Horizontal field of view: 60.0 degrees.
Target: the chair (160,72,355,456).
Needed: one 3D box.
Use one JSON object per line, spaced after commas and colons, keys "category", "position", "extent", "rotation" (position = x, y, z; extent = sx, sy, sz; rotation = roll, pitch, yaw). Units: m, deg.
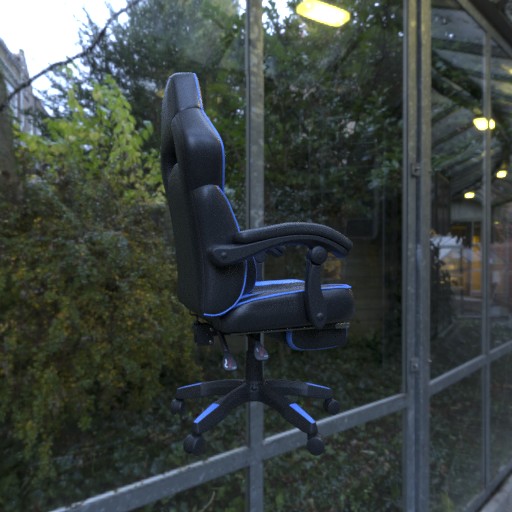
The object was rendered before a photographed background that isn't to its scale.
{"category": "chair", "position": [0.000, 0.000, 1.710], "extent": [0.700, 1.280, 0.700], "rotation": [0, 0, -18]}
